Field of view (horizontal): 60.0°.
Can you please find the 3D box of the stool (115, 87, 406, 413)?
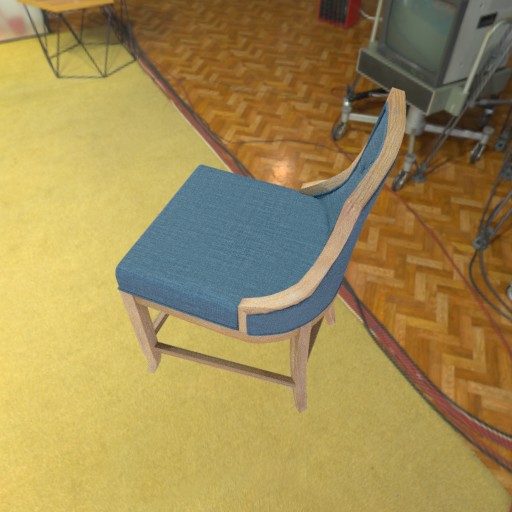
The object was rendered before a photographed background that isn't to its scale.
[{"bbox_3d":[0.000,0.000,1.306,0.626,0.938,0.524,17,50,15],"label":"stool"}]
